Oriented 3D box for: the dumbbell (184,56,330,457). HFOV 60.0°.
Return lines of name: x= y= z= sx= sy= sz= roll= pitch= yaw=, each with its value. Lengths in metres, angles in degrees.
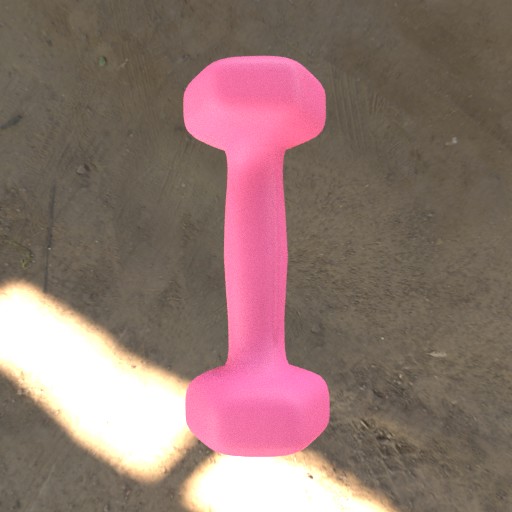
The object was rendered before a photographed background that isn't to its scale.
dumbbell: x=0.000 y=0.000 z=0.176 sx=0.058 sy=0.053 sz=0.146 roll=0 pitch=89 yaw=0
